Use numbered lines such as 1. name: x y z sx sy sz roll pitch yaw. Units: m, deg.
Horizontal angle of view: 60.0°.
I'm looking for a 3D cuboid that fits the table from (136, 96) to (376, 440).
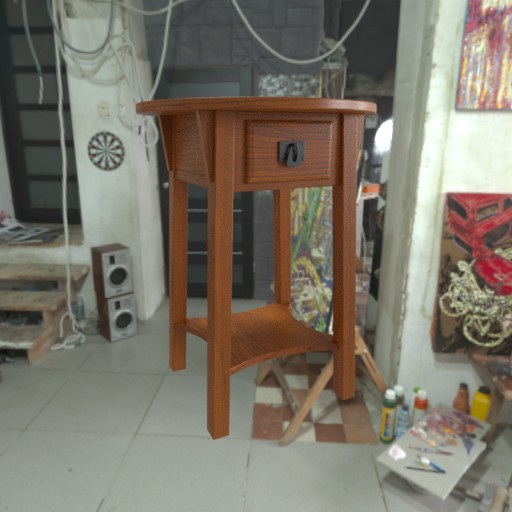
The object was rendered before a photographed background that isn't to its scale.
1. table: 0.000 0.000 0.949 0.457 0.610 0.457 0 15 0
